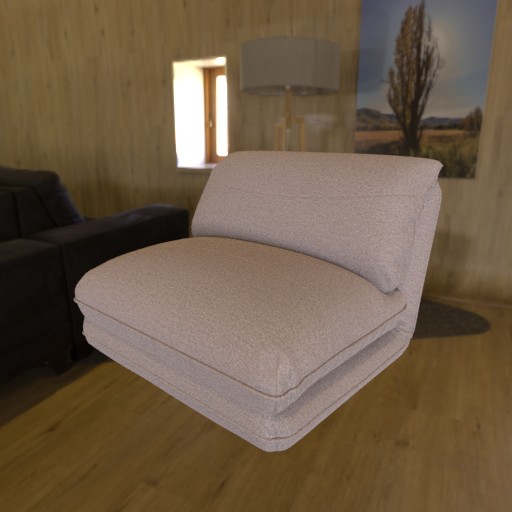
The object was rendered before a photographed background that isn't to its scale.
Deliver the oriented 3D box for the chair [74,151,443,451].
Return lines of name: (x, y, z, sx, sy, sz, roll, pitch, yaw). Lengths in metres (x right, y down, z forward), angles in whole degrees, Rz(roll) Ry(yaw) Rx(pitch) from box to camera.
chair: (0.000, 0.000, 1.305, 0.820, 0.580, 0.780, 13, 20, 40)
